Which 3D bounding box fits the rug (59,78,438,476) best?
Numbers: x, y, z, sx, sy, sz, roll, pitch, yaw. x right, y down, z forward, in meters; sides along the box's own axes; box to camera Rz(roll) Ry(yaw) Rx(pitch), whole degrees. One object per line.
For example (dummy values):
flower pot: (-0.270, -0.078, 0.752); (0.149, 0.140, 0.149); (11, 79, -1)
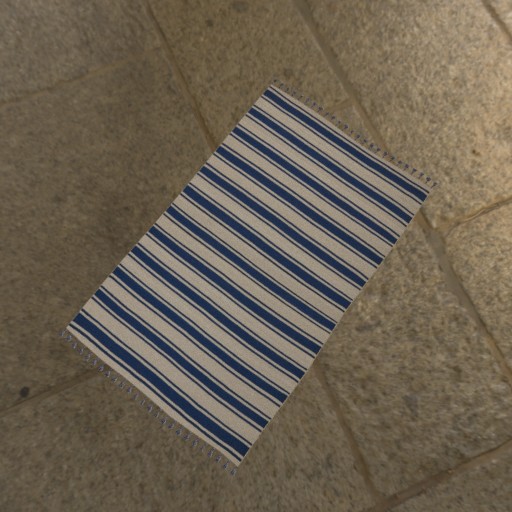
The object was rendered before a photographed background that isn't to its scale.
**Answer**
rug: (0.000, 0.000, 2.628); (1.248, 0.009, 2.108); (36, 79, 8)
